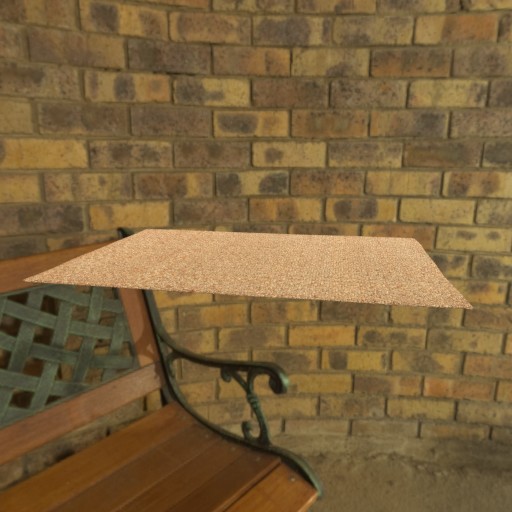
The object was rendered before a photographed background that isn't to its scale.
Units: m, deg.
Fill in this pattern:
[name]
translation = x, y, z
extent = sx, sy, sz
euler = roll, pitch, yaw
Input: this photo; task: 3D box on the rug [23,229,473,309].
[rug]
translation = 0.000, 0.000, 2.769
extent = 2.141, 0.013, 1.566
euler = 2, 14, 10
